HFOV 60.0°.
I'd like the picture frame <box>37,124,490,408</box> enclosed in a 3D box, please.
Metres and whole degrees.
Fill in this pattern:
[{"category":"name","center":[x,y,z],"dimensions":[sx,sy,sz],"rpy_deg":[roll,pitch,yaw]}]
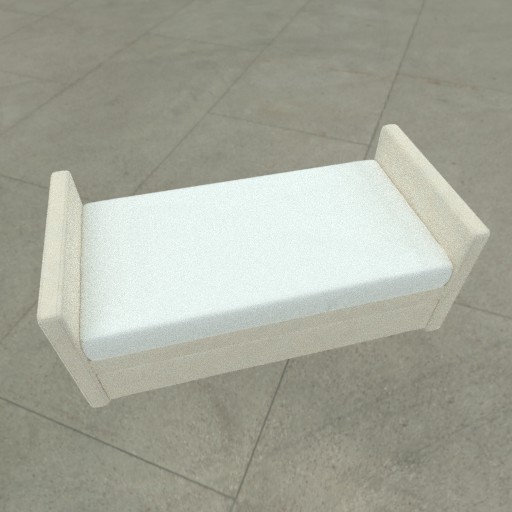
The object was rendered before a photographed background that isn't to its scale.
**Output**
[{"category":"picture frame","center":[0.000,0.000,2.694],"dimensions":[2.161,0.891,1.069],"rpy_deg":[-10,48,-10]}]
